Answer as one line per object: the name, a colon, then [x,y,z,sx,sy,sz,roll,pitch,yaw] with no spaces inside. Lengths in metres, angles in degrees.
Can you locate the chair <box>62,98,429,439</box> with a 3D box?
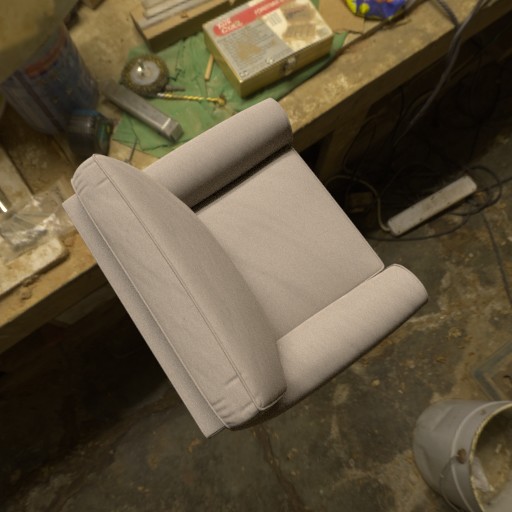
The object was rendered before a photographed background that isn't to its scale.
chair: [0.000,0.000,1.829,0.988,1.017,1.135,-34,78,-8]
